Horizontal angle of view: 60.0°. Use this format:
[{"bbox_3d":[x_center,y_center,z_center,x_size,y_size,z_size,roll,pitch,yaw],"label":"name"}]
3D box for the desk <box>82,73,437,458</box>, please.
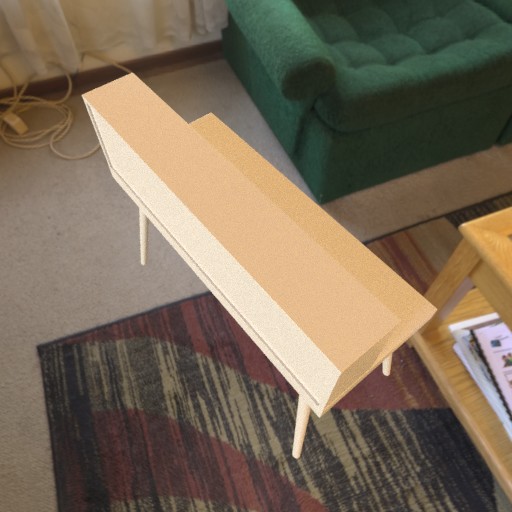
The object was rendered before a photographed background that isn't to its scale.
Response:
[{"bbox_3d":[0.000,0.000,1.696,0.559,0.990,1.199,-34,63,-20],"label":"desk"}]
